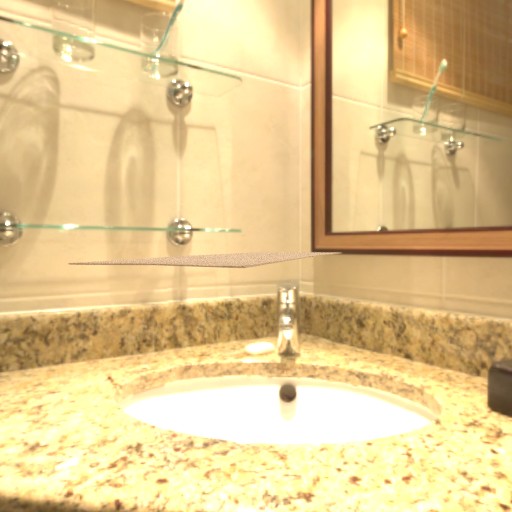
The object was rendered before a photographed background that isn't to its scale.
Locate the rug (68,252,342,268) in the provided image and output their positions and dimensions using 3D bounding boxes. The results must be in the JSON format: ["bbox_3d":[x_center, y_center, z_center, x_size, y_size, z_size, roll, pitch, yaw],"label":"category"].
[{"bbox_3d":[0.000,0.000,2.682,0.712,0.013,2.346,1,2,19],"label":"rug"}]
